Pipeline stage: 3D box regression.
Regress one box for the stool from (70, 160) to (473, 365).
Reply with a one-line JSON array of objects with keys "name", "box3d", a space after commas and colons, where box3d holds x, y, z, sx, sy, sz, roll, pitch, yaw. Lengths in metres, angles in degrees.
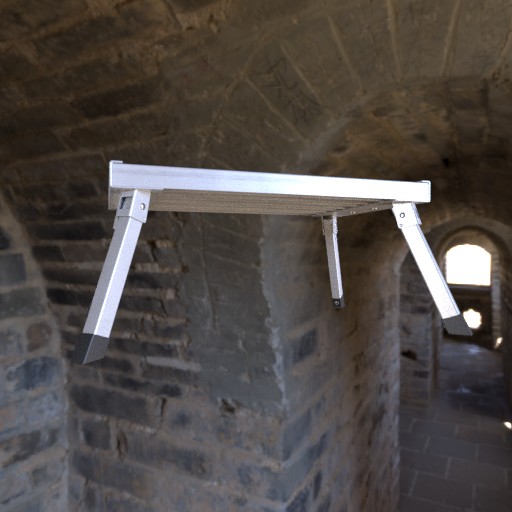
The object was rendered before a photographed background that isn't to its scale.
[{"name": "stool", "box3d": [0.000, 0.000, 0.722, 0.535, 0.225, 0.385, 0, 0, -19]}]
